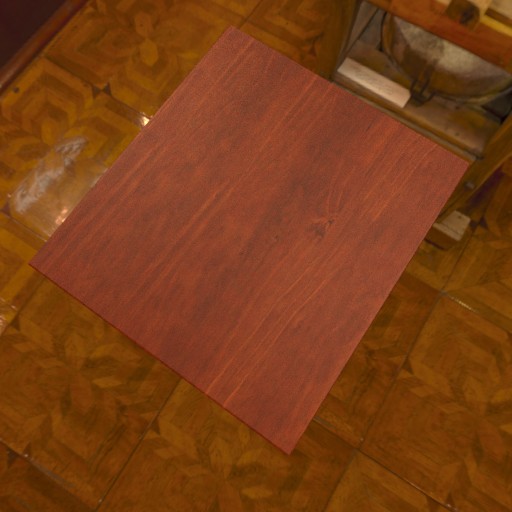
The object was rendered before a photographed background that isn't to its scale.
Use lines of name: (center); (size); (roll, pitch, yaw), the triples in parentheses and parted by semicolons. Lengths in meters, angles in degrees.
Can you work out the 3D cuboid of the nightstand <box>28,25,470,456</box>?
nightstand: (0.000, 0.000, 0.996); (0.501, 0.558, 0.558); (34, 78, 8)
